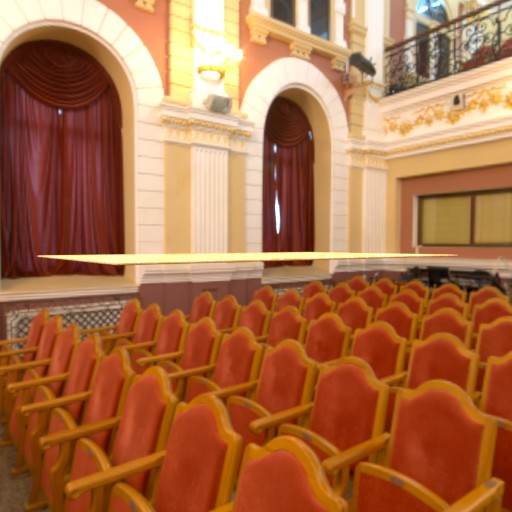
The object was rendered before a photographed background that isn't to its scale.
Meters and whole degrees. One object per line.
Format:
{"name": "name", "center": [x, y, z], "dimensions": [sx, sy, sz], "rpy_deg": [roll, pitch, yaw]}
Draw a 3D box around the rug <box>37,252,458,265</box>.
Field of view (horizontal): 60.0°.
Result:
{"name": "rug", "center": [0.000, 0.000, 2.988], "dimensions": [2.424, 0.010, 1.511], "rpy_deg": [-1, 2, -37]}
